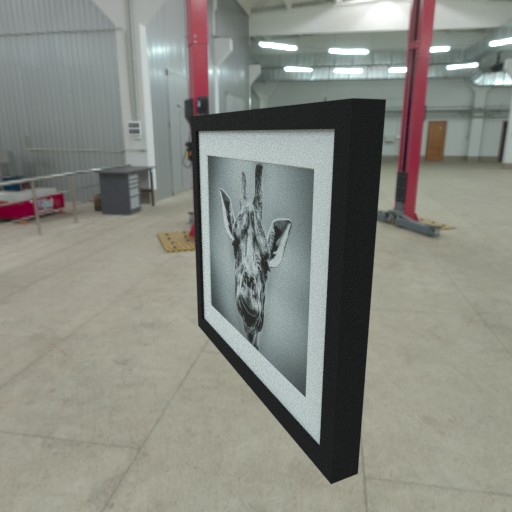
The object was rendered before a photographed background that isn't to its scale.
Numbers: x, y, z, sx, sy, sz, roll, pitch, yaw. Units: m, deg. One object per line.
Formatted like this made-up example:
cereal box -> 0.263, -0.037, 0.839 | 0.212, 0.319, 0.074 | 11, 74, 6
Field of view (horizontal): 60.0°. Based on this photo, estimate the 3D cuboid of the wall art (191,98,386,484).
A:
wall art -> 0.000, 0.000, 0.529 | 0.031, 0.330, 0.381 | -7, 17, -24
